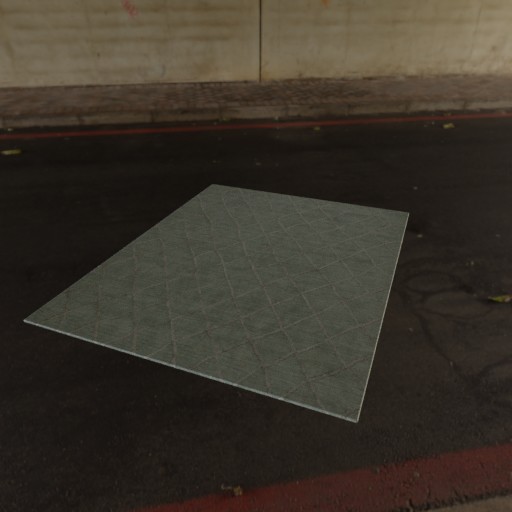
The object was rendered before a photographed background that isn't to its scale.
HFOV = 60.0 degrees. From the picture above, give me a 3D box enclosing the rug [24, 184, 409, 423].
[{"bbox_3d":[0.000,0.000,4.054,2.420,0.019,3.039,11,31,19],"label":"rug"}]
